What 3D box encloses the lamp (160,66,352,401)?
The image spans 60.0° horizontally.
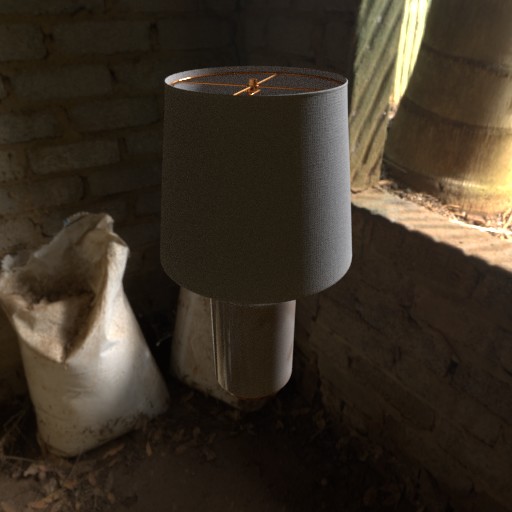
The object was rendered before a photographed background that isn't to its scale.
[{"bbox_3d":[0.000,0.000,0.451,0.189,0.340,0.189,0,30,0],"label":"lamp"}]
